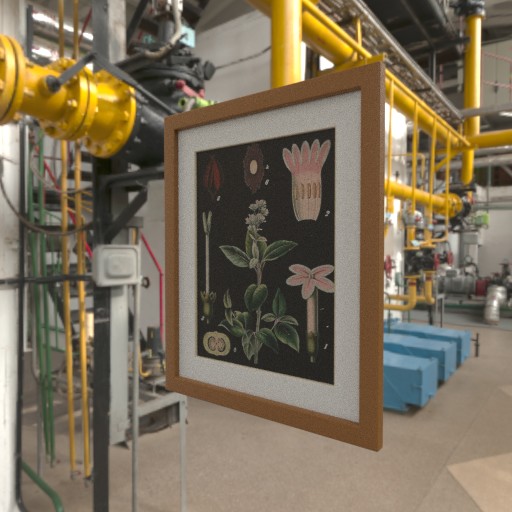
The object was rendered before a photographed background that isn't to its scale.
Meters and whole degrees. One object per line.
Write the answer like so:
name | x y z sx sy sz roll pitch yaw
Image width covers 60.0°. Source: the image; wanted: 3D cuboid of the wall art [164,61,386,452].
wall art | 0.000 0.000 0.765 0.449 0.550 0.021 1 2 37
